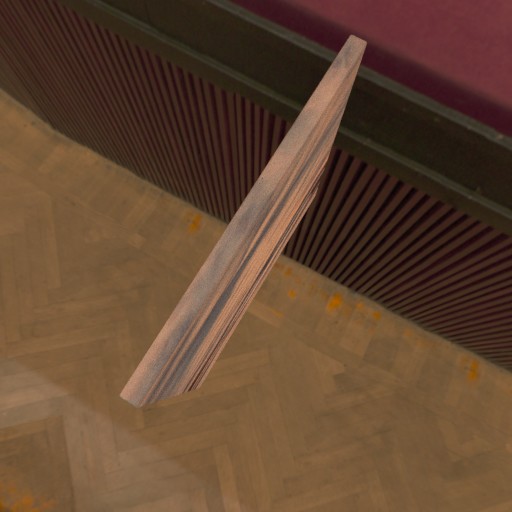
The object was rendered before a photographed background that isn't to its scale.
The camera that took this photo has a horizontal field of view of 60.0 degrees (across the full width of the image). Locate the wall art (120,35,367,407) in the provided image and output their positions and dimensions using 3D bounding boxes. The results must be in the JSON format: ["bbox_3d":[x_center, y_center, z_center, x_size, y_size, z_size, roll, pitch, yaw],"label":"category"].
[{"bbox_3d":[0.000,0.000,1.100,0.035,0.747,0.747,30,78,7],"label":"wall art"}]
